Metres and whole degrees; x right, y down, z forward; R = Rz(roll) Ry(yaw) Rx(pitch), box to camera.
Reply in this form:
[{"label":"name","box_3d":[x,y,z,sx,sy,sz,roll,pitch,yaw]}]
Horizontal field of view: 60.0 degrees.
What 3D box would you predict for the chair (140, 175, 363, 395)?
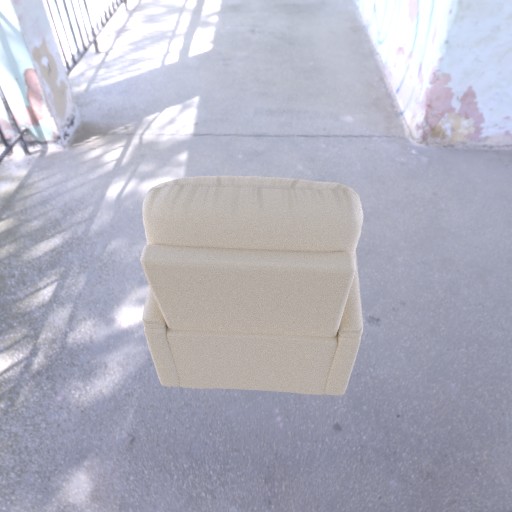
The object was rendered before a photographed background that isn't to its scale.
[{"label":"chair","box_3d":[0.000,0.000,1.676,0.775,1.082,0.831,2,46,2]}]
